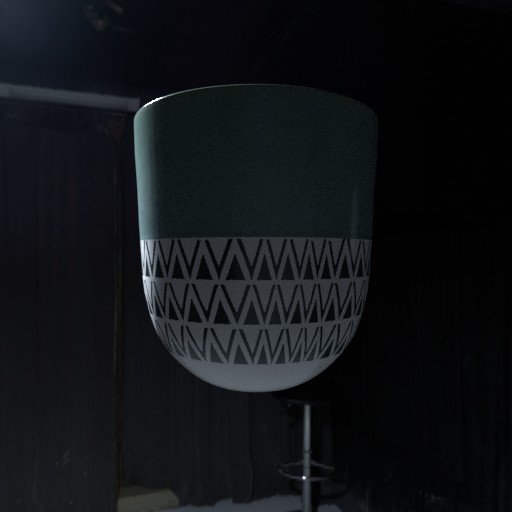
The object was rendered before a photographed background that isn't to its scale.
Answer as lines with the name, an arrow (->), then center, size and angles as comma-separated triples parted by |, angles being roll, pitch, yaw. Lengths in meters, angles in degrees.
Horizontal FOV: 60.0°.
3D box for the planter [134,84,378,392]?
planter -> 0.000, 0.000, 0.374 | 0.198, 0.214, 0.198 | 0, 0, 0
